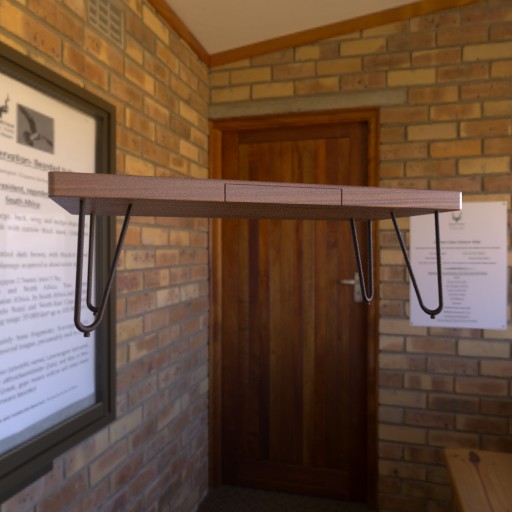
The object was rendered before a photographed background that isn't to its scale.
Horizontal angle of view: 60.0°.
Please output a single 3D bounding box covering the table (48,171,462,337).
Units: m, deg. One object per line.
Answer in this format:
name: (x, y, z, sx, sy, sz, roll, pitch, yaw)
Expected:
table: (0.000, 0.000, 1.699, 1.375, 0.468, 0.637, 0, 1, -17)
